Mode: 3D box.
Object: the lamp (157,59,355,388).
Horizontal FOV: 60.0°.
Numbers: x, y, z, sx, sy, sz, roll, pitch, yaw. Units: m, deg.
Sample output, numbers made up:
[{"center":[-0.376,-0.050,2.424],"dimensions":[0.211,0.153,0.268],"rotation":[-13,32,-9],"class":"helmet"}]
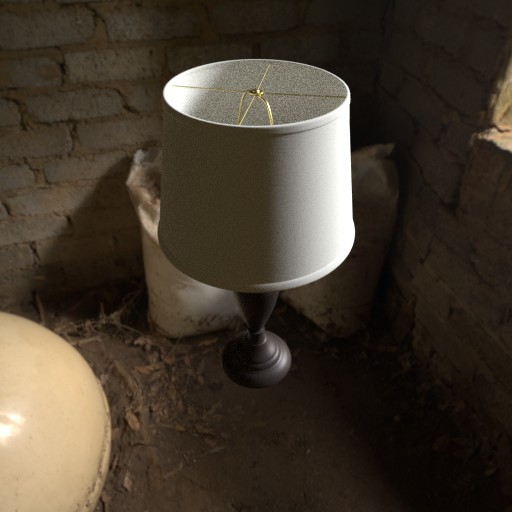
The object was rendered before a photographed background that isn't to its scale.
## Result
[{"center":[0.000,0.000,0.811],"dimensions":[0.335,0.611,0.335],"rotation":[0,40,0],"class":"lamp"}]
